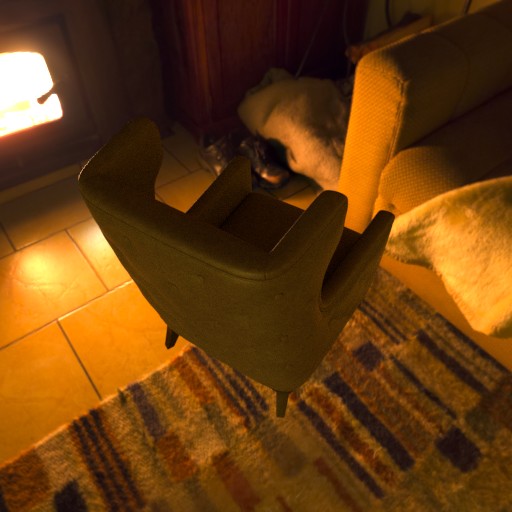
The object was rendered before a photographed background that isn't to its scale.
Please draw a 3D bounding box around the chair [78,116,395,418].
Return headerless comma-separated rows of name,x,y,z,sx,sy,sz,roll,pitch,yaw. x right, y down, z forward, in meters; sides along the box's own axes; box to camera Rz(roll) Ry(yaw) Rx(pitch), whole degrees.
chair,0.000,0.000,1.658,0.769,1.079,0.899,25,53,21
